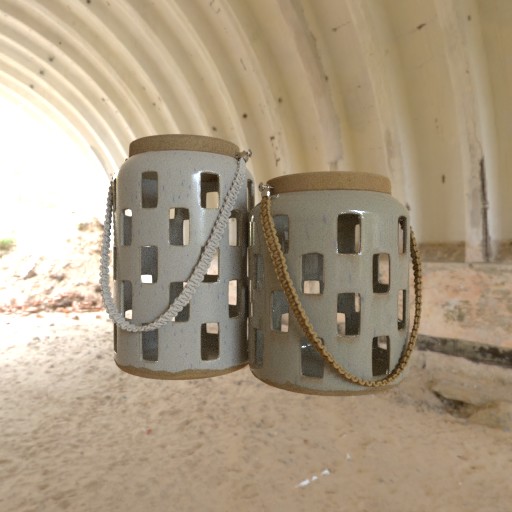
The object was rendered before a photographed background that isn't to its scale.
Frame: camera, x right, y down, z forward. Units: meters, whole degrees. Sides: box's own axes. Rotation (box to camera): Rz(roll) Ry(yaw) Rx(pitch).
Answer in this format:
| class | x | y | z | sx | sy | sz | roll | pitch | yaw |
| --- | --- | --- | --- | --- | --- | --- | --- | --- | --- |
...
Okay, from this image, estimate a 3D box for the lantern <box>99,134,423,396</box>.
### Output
| class | x | y | z | sx | sy | sz | roll | pitch | yaw |
| --- | --- | --- | --- | --- | --- | --- | --- | --- | --- |
| lantern | 0.000 | 0.000 | 0.491 | 0.347 | 0.255 | 0.184 | 0 | 1 | 18 |
